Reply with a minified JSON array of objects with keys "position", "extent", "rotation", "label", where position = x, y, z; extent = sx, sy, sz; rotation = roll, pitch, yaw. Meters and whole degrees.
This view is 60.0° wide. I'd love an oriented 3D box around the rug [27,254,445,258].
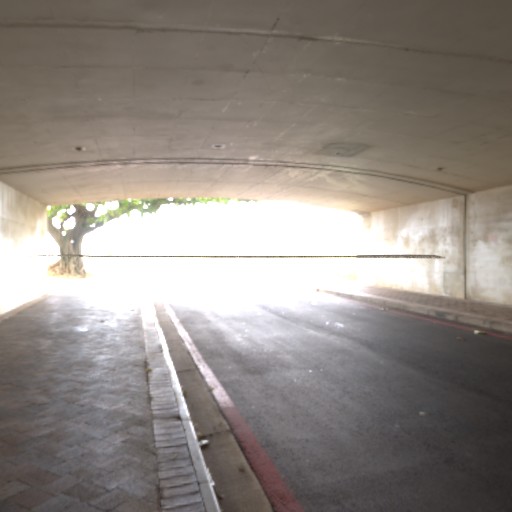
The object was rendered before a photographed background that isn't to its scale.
[{"position":[0.000,0.000,4.167],"extent":[3.054,0.030,2.430],"rotation":[0,0,17],"label":"rug"}]
